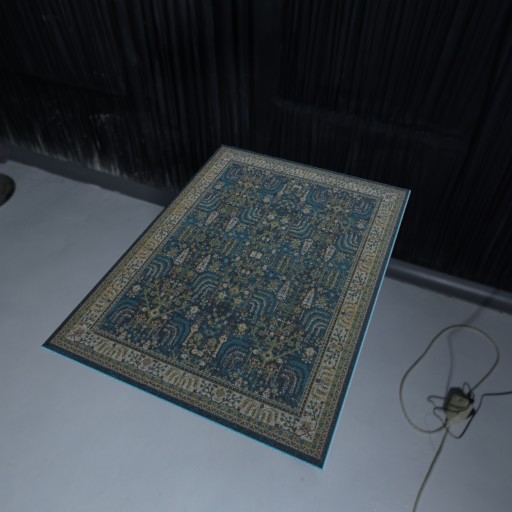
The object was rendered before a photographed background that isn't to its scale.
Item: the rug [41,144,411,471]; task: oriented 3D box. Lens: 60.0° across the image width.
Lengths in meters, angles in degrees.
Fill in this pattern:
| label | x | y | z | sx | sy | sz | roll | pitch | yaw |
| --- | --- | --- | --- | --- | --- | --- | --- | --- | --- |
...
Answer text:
| label | x | y | z | sx | sy | sz | roll | pitch | yaw |
| --- | --- | --- | --- | --- | --- | --- | --- | --- | --- |
| rug | 0.000 | 0.000 | 4.006 | 2.226 | 0.015 | 3.044 | 17 | 49 | 16 |
